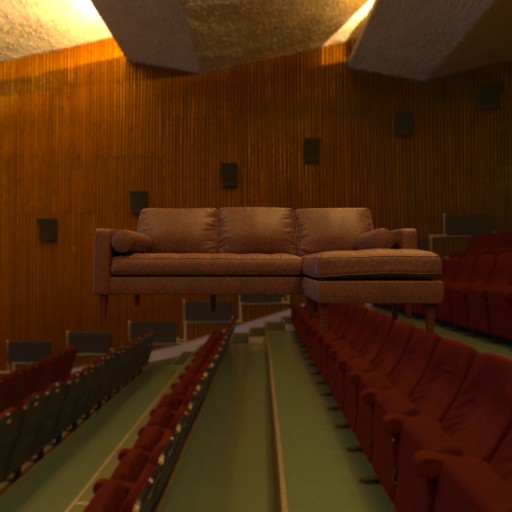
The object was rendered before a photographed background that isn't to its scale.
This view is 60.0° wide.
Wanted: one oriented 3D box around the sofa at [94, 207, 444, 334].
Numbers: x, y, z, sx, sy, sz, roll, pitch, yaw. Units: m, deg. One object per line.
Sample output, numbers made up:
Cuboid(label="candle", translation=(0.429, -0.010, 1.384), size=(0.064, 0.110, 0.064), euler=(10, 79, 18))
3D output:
Cuboid(label="sofa", translation=(0.000, 0.000, 3.062), size=(2.185, 0.841, 1.613), euler=(0, -1, 0))
